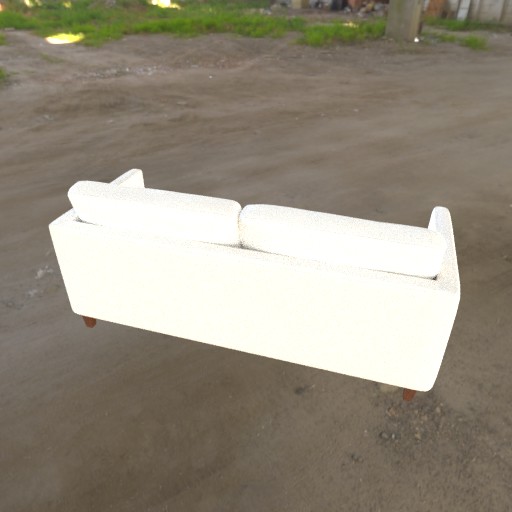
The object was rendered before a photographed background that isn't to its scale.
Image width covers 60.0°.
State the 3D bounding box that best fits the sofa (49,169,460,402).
[{"bbox_3d":[0.000,0.000,2.657,2.139,0.933,0.924,10,34,15],"label":"sofa"}]
